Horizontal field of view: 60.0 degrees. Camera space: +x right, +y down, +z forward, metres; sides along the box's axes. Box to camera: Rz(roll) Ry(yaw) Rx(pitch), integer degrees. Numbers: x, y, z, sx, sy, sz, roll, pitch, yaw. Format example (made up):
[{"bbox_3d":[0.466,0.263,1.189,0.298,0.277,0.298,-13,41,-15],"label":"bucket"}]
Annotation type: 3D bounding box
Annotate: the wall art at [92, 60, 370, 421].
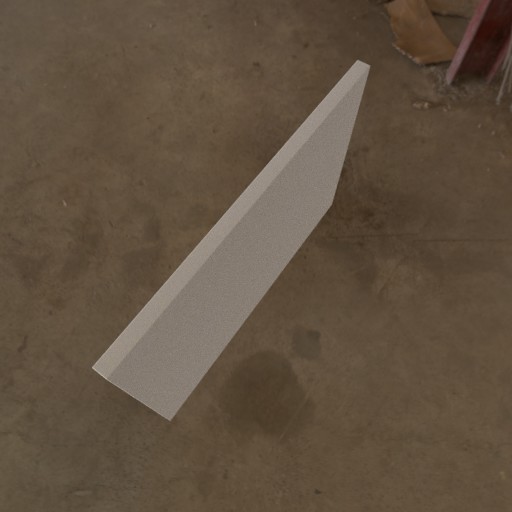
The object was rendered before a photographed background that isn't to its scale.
[{"bbox_3d":[0.000,0.000,1.165,0.038,0.601,0.898,32,68,15],"label":"wall art"}]
